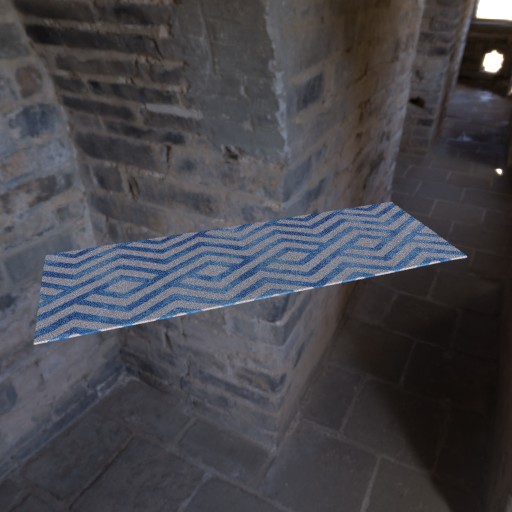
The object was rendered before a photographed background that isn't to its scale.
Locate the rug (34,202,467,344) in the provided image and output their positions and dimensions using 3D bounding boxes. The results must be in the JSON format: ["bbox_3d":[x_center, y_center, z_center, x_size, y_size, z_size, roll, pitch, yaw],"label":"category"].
[{"bbox_3d":[0.000,0.000,1.652,1.492,0.007,0.503,-10,33,-15],"label":"rug"}]
